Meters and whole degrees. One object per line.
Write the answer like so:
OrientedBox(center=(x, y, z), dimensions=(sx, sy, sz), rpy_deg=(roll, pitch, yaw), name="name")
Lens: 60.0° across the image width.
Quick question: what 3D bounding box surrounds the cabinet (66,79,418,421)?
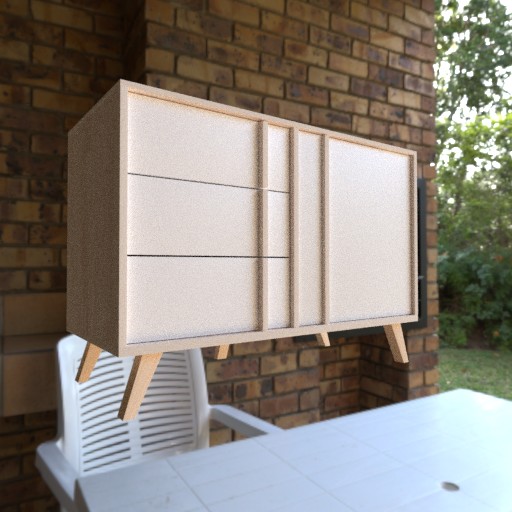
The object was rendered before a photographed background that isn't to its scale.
OrientedBox(center=(0.000, 0.000, 1.520), dimensions=(1.110, 0.780, 0.500), rpy_deg=(1, -1, -36), name="cabinet")
